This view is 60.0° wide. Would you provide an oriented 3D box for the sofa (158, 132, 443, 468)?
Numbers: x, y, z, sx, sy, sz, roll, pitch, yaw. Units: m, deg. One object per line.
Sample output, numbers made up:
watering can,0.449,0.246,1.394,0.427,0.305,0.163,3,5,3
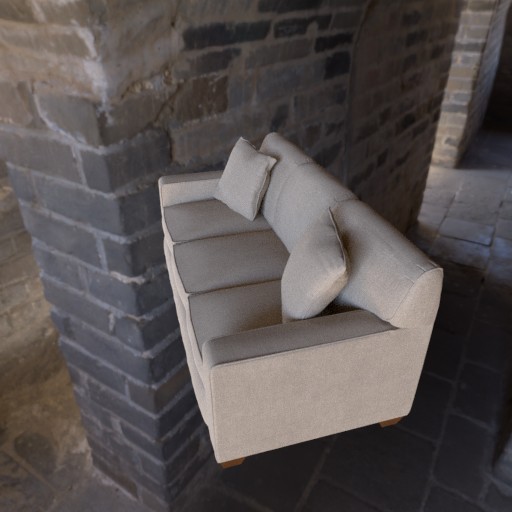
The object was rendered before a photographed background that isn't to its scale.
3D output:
sofa,0.000,0.000,2.622,0.997,0.958,2.024,-8,32,-14
